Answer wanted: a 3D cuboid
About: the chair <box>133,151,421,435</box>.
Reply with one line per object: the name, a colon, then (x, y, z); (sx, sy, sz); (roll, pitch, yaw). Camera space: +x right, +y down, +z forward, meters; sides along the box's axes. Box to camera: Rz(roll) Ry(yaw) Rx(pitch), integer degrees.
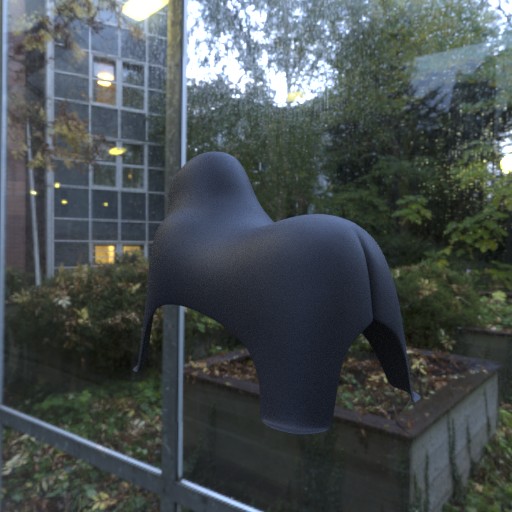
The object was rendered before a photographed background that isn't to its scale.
chair: (0.000, 0.000, 1.130); (0.490, 0.600, 0.758); (0, 0, -36)
